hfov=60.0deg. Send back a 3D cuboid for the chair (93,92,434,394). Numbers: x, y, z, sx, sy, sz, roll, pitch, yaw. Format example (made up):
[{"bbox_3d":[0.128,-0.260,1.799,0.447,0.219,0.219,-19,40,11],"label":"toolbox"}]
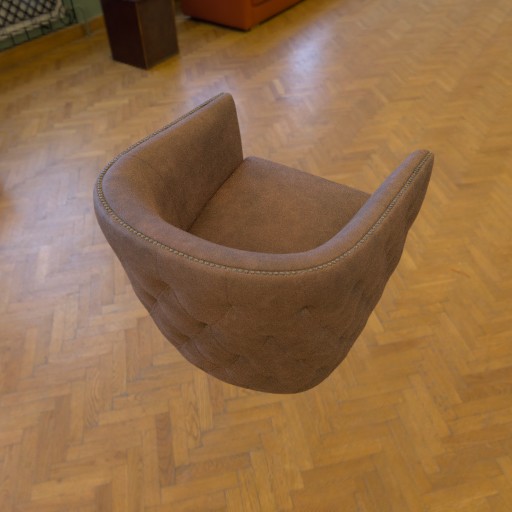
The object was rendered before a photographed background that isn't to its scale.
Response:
[{"bbox_3d":[0.000,0.000,1.523,0.850,0.790,0.870,24,50,21],"label":"chair"}]
